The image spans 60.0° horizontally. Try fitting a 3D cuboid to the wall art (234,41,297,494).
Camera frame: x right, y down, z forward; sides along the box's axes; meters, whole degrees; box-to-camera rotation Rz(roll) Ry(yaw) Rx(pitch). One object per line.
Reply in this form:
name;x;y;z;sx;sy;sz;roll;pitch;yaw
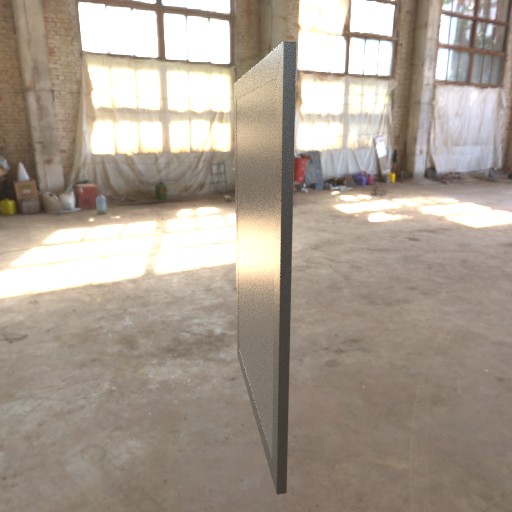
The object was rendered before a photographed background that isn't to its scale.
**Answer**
wall art;0.000;0.000;0.674;0.013;0.529;0.376;-3;16;-10
